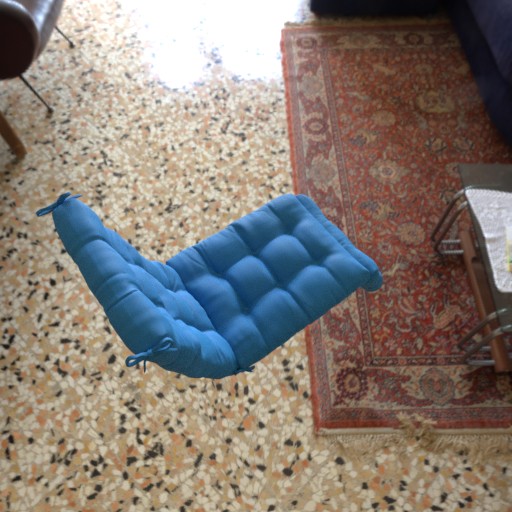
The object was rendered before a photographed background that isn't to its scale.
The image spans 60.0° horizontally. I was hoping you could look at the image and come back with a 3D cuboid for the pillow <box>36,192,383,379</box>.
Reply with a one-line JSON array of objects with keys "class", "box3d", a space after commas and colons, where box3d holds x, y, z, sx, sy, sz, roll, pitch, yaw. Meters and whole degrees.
[{"class": "pillow", "box3d": [0.000, 0.000, 1.500, 1.016, 0.863, 0.526, -32, 65, -17]}]
